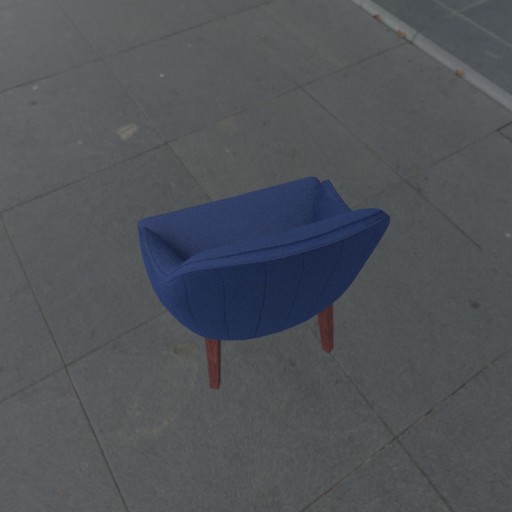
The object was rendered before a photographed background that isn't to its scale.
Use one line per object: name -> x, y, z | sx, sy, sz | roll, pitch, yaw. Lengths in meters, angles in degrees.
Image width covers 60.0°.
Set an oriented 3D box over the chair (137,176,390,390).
chair -> 0.000, 0.000, 1.298 | 0.643, 0.889, 0.575 | -16, 59, -10
